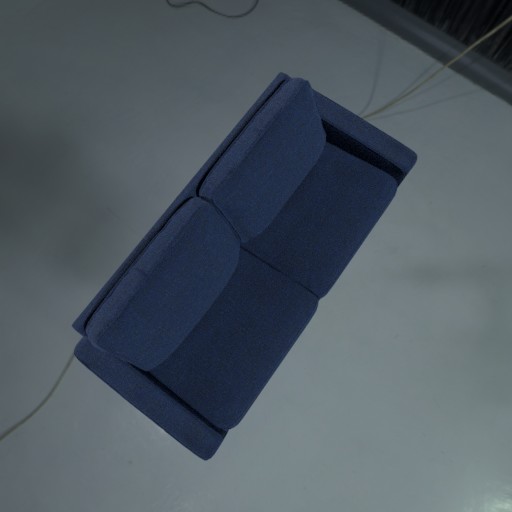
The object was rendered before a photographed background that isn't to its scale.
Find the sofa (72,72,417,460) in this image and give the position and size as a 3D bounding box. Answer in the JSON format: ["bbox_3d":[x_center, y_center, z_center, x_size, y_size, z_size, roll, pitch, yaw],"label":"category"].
[{"bbox_3d":[0.000,0.000,2.592,0.940,0.919,2.080,35,78,9],"label":"sofa"}]
